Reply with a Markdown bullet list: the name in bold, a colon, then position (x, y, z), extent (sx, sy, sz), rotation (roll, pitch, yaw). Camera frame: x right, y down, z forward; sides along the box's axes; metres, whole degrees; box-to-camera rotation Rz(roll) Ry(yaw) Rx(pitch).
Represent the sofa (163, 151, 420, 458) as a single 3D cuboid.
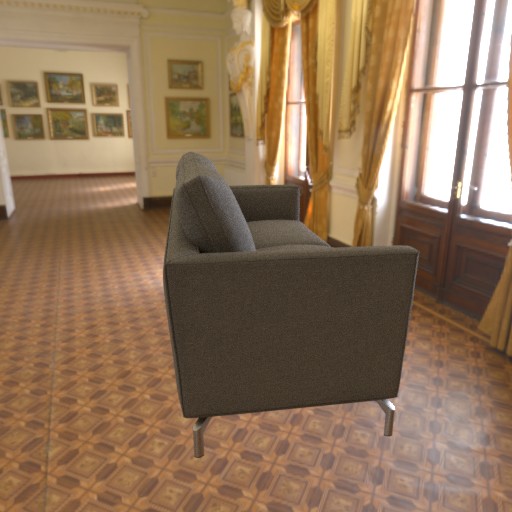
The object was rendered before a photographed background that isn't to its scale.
- **sofa**: position (0.000, 0.000, 2.125), extent (0.803, 0.924, 1.594), rotation (-3, 17, -9)
